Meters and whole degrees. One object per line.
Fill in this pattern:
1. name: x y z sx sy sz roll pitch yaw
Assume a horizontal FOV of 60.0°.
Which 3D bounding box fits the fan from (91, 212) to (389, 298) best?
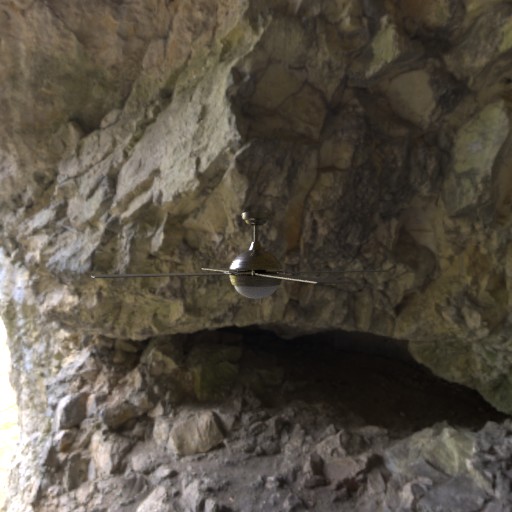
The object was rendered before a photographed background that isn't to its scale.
1. fan: 0.000 0.000 1.984 1.321 0.381 1.321 0 0 -1
